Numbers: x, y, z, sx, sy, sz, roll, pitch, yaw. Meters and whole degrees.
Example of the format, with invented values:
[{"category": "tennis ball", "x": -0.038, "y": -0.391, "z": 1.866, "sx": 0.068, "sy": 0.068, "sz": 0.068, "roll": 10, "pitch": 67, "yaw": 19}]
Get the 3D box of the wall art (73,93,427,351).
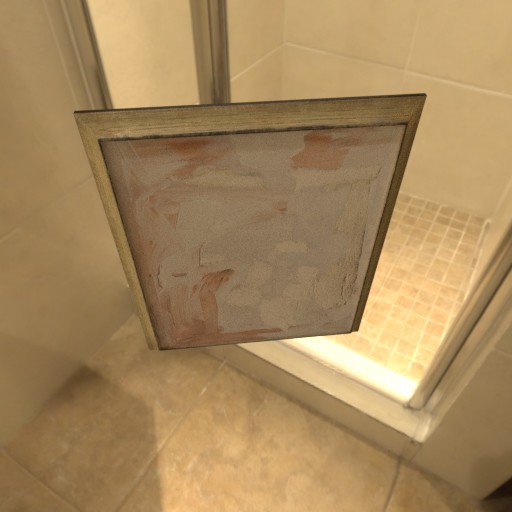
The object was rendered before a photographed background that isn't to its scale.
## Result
[{"category": "wall art", "x": 0.000, "y": 0.000, "z": 0.635, "sx": 0.381, "sy": 0.457, "sz": 0.023, "roll": -4, "pitch": 46, "yaw": -4}]
